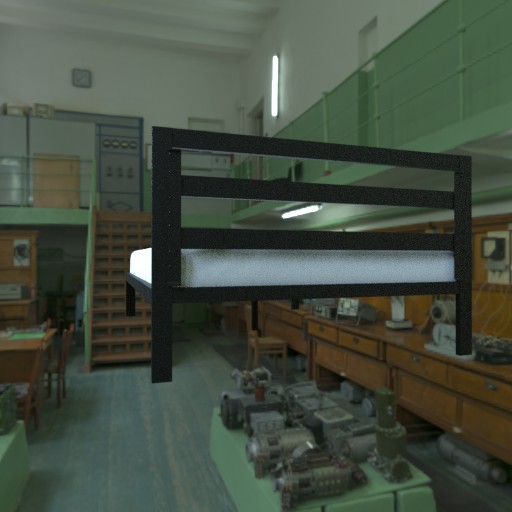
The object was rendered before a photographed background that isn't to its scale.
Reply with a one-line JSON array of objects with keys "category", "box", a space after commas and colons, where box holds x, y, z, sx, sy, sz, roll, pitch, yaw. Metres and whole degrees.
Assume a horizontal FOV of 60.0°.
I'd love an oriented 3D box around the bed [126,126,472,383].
[{"category": "bed", "box": [0.000, 0.000, 2.873, 1.524, 0.967, 2.062, 0, 0, -19]}]
